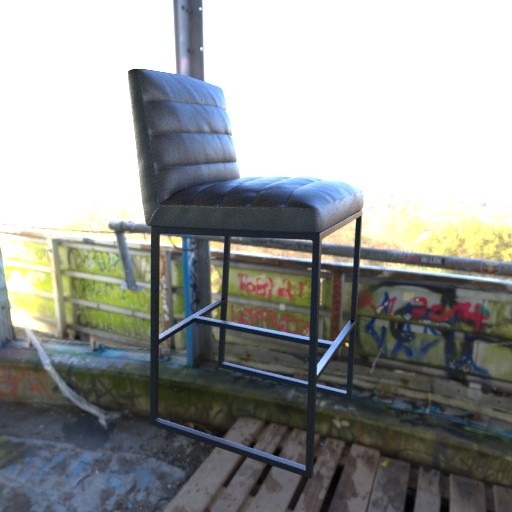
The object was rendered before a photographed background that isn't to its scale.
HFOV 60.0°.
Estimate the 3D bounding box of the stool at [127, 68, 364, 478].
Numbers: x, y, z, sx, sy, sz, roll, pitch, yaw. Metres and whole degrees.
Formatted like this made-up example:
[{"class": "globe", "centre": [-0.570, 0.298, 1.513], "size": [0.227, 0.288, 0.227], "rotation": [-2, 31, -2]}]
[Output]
[{"class": "stool", "centre": [0.000, 0.000, 1.355], "size": [0.562, 1.065, 0.463], "rotation": [7, 16, 25]}]
